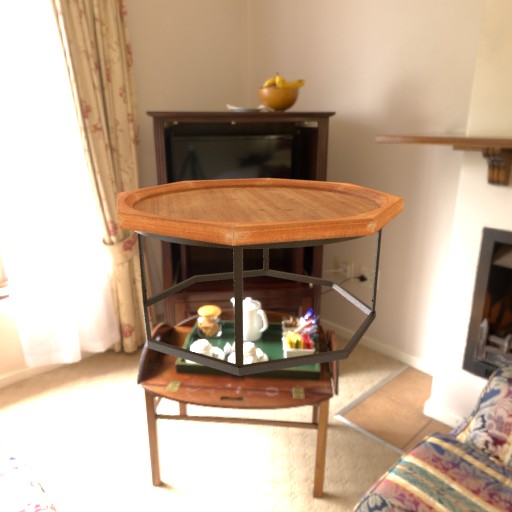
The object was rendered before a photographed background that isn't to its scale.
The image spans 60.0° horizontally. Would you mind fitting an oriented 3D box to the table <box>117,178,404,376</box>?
[{"bbox_3d":[0.000,0.000,1.608,1.002,0.444,1.002,0,17,0],"label":"table"}]
